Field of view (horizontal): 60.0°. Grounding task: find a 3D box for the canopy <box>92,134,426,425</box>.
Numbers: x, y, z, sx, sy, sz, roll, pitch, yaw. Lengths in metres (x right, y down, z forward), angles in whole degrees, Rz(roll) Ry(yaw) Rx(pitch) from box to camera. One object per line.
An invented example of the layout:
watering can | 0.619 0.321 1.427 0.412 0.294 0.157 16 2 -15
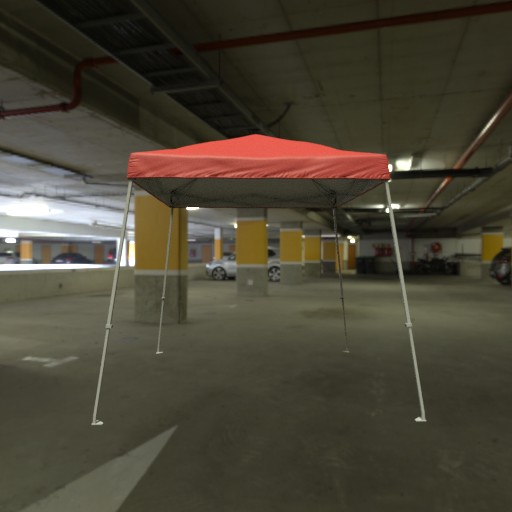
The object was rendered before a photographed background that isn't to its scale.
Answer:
canopy | 0.000 0.000 5.192 2.848 2.849 2.849 0 0 -2
